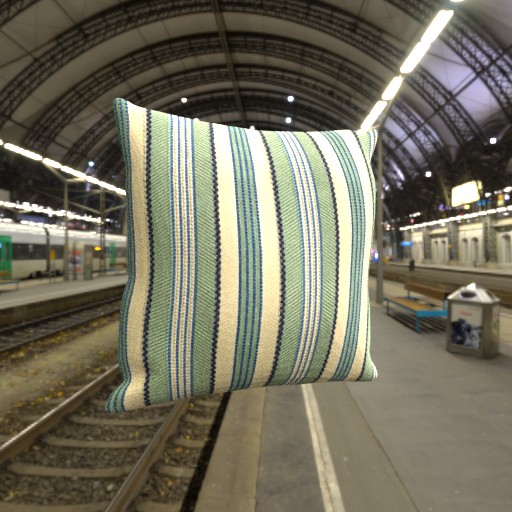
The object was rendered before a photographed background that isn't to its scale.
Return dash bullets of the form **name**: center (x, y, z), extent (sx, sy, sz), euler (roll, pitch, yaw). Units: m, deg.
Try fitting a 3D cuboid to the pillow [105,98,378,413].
- **pillow**: center (0.000, 0.000, 0.682), extent (0.440, 0.441, 0.182), euler (0, 0, -19)
